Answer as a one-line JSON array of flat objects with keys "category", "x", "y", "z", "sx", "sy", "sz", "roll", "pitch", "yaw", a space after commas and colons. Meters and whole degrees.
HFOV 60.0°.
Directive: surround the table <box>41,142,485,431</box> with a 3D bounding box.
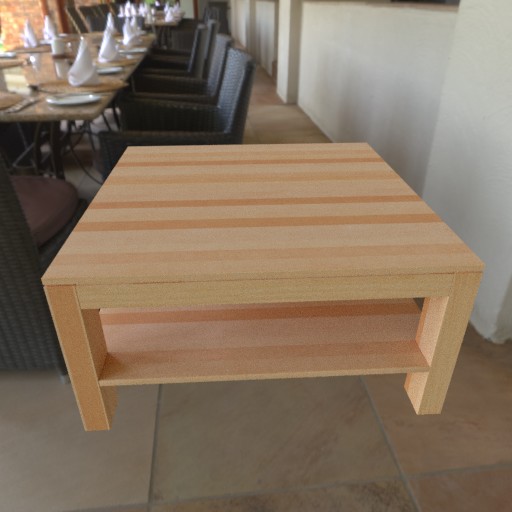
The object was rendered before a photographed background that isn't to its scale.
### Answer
[{"category": "table", "x": 0.000, "y": 0.000, "z": 1.395, "sx": 0.900, "sy": 0.450, "sz": 0.900, "roll": -2, "pitch": 30, "yaw": -3}]
